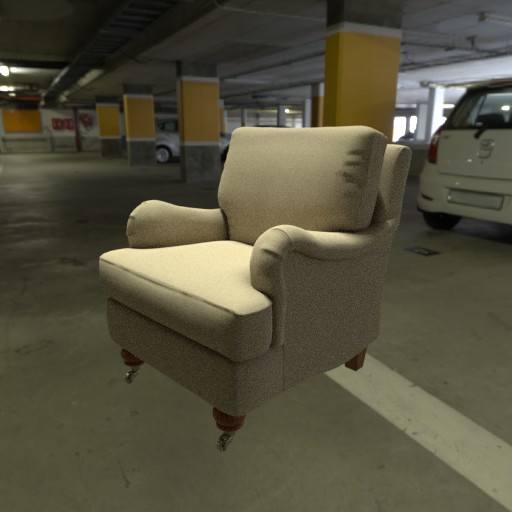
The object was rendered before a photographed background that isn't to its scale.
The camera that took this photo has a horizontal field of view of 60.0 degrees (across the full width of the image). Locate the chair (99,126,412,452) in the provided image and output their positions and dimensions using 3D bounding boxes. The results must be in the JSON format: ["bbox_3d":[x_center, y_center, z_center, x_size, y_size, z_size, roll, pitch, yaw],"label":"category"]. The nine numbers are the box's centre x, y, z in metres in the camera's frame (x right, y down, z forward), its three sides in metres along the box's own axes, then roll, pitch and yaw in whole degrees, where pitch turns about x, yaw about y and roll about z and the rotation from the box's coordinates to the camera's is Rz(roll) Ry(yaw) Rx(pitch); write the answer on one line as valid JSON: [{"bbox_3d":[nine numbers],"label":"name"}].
[{"bbox_3d":[0.000,0.000,1.911,0.895,1.076,1.078,15,22,42],"label":"chair"}]
